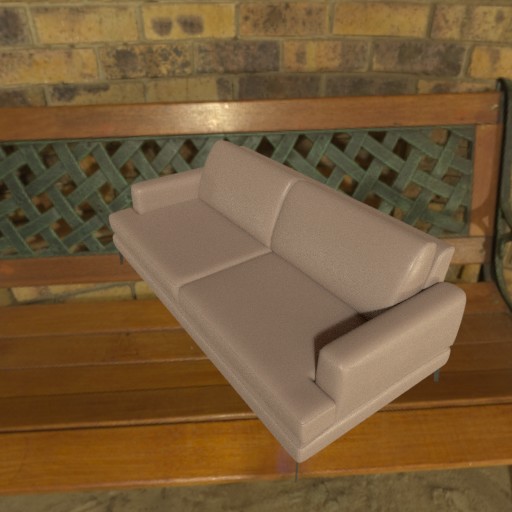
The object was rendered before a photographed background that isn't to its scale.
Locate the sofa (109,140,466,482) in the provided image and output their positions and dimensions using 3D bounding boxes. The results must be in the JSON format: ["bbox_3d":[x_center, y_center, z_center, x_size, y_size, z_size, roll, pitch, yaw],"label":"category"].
[{"bbox_3d":[0.000,0.000,2.386,0.974,0.765,1.940,-20,38,-29],"label":"sofa"}]
